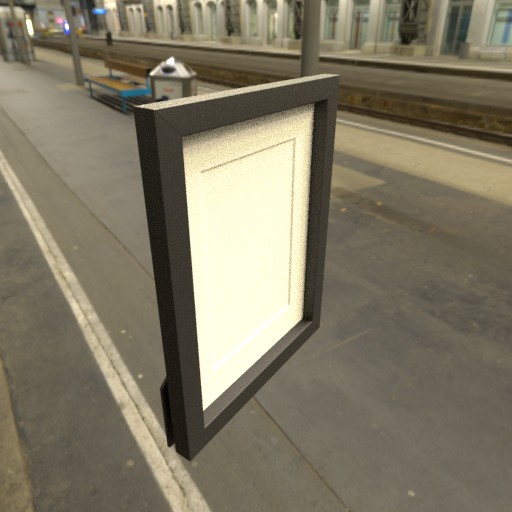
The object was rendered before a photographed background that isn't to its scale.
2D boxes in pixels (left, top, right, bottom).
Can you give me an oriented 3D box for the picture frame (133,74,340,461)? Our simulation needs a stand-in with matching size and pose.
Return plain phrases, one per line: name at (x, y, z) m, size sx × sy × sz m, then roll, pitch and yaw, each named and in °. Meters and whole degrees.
picture frame at (0.000, 0.000, 0.532) m, size 0.036 × 0.383 × 0.307 m, roll 18°, pitch 33°, yaw 31°
